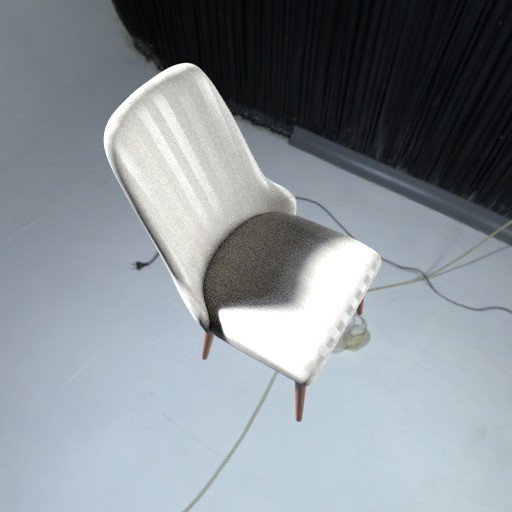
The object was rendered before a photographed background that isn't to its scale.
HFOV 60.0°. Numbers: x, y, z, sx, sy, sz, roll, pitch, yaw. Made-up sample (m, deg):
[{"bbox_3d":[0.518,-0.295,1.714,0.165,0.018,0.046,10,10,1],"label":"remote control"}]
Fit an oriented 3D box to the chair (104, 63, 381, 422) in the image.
[{"bbox_3d":[0.000,0.000,1.342,0.684,0.917,0.526,29,63,16],"label":"chair"}]
